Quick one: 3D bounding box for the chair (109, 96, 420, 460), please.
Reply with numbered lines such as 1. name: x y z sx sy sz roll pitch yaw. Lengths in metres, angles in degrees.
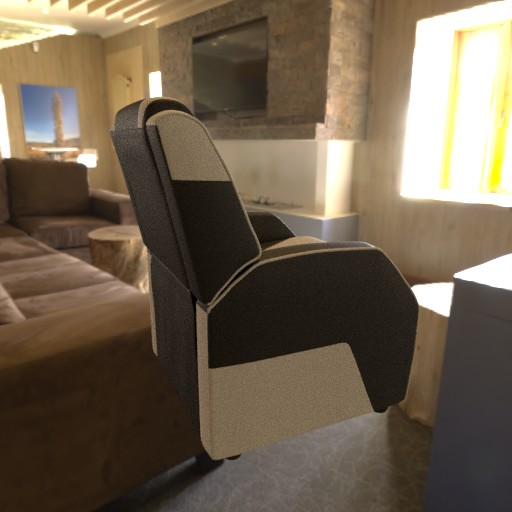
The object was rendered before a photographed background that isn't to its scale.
1. chair: 0.000 0.000 1.251 0.672 0.805 0.620 -7 16 -24
